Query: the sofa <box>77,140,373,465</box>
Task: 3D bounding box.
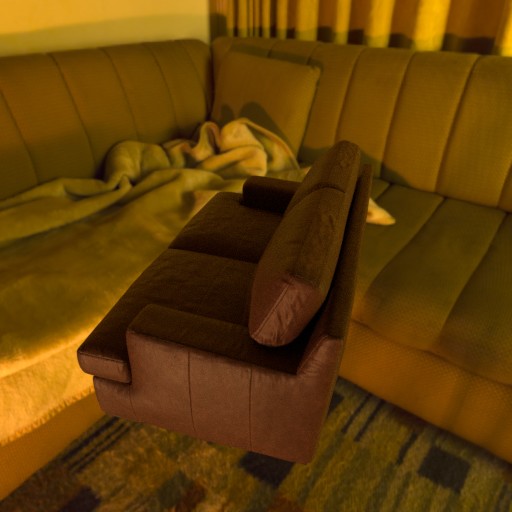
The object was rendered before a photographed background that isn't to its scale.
[{"bbox_3d":[0.000,0.000,2.504,1.143,0.939,1.880,8,32,13],"label":"sofa"}]
